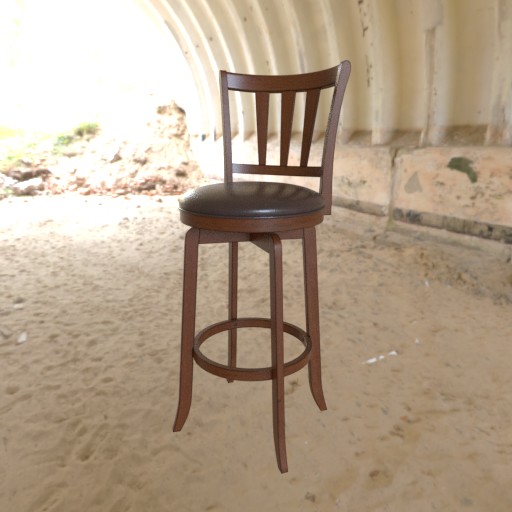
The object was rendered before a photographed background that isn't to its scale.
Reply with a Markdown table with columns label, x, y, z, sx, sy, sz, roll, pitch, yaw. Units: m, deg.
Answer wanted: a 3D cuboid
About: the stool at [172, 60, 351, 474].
| label | x | y | z | sx | sy | sz | roll | pitch | yaw |
| --- | --- | --- | --- | --- | --- | --- | --- | --- | --- |
| stool | 0.000 | 0.000 | 1.428 | 0.464 | 1.177 | 0.503 | 8 | 17 | 27 |
